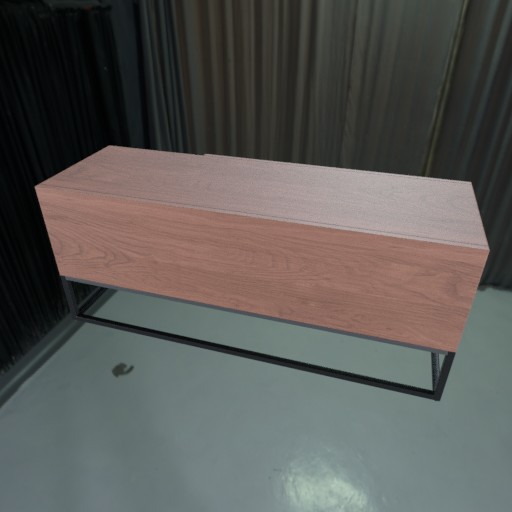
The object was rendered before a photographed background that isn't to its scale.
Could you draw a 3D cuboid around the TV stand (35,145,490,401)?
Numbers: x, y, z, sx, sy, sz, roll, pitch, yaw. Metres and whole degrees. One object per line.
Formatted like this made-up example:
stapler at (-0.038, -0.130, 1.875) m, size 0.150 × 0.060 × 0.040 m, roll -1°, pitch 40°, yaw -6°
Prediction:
TV stand at (0.000, 0.000, 1.422) m, size 1.200 × 0.500 × 0.415 m, roll 9°, pitch 33°, yaw 14°
